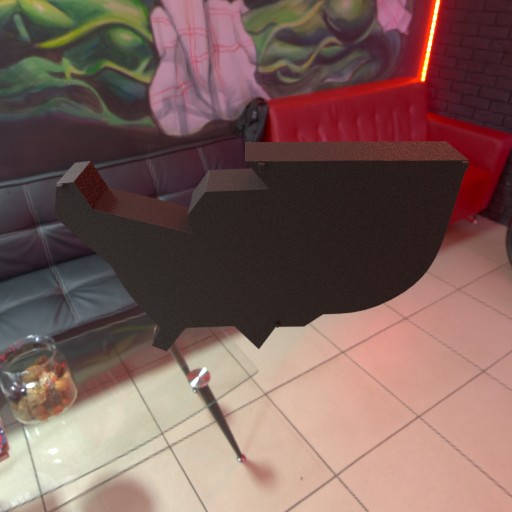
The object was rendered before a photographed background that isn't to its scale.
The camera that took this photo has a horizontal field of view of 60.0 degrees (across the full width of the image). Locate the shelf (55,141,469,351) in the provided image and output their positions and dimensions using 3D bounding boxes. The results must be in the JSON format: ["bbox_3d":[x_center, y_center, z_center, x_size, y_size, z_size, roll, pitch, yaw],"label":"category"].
[{"bbox_3d":[0.000,0.000,0.909,0.729,0.439,0.112,-1,32,-1],"label":"shelf"}]
